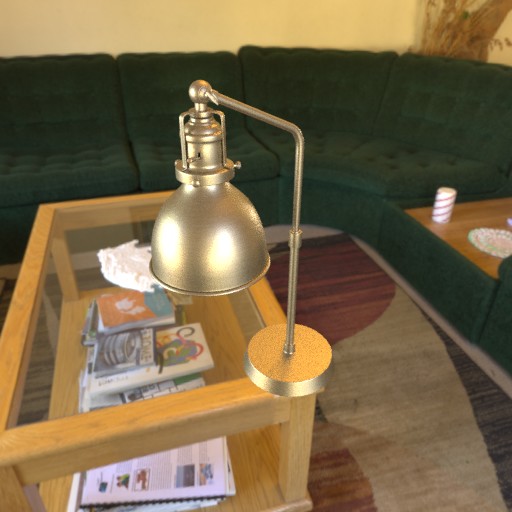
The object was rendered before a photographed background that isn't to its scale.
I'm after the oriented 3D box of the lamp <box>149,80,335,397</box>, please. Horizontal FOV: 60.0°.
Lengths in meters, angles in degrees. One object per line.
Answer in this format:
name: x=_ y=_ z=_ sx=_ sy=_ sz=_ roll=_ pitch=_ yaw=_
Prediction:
lamp: x=0.000 y=0.000 z=0.593 sx=0.286 sy=0.456 sz=0.153 roll=-19 pitch=36 yaw=-28
